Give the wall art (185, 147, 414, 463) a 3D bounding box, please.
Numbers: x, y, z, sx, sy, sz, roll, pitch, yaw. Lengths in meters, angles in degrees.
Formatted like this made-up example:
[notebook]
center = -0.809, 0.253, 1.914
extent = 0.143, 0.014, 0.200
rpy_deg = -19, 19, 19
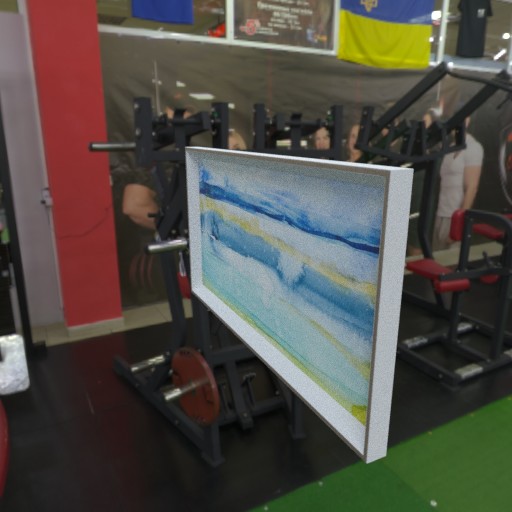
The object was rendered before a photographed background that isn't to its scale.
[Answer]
[wall art]
center = 0.000, 0.000, 0.957
extent = 0.038, 0.431, 0.812
rpy_deg = -8, 18, -25
